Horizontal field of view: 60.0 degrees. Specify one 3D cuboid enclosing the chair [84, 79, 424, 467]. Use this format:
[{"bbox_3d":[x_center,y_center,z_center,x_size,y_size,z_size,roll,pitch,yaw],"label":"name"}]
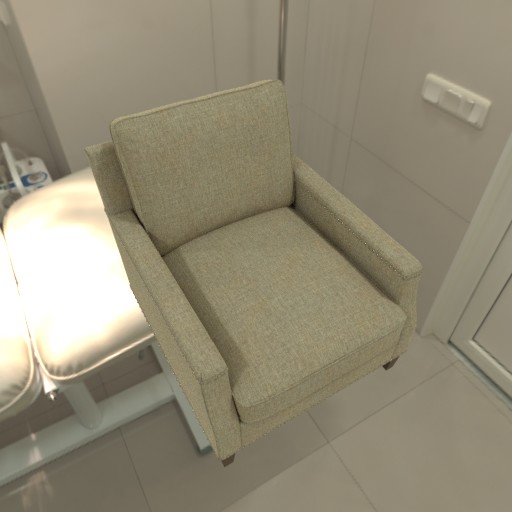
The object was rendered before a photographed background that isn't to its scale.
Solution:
[{"bbox_3d":[0.000,0.000,1.669,0.853,0.943,1.014,-23,50,-21],"label":"chair"}]
